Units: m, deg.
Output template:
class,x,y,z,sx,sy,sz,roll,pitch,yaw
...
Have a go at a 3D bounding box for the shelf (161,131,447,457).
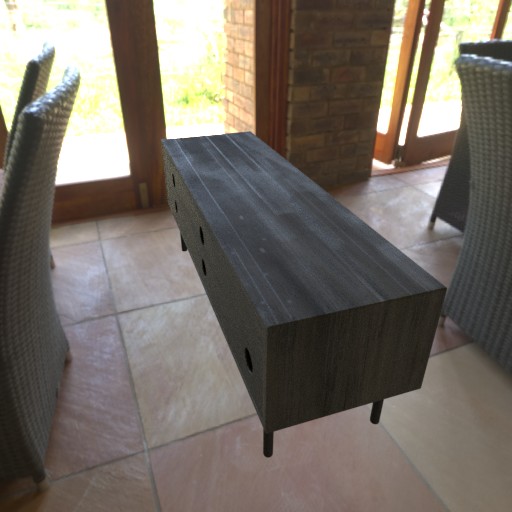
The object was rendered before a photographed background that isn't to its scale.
class,x,y,z,sx,sy,sz,roll,pitch,yaw
shelf,0.000,0.000,1.513,0.400,0.495,1.300,-10,32,-16
